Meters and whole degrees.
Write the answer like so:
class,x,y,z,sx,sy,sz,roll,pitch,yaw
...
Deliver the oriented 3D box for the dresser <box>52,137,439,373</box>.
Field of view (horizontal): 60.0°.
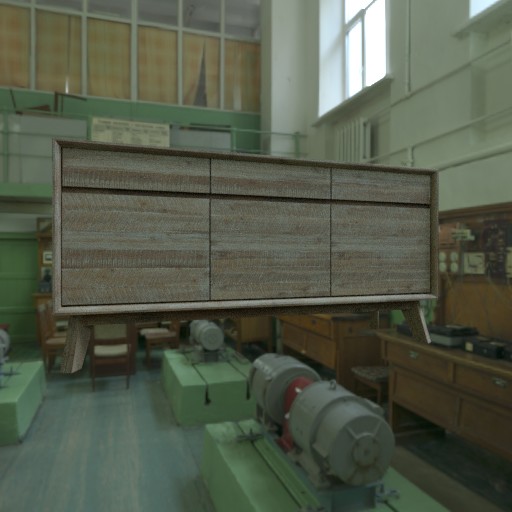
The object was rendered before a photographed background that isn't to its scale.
class,x,y,z,sx,sy,sz,roll,pitch,yaw
dresser,0.000,0.000,1.957,1.602,0.788,0.455,0,0,-20
